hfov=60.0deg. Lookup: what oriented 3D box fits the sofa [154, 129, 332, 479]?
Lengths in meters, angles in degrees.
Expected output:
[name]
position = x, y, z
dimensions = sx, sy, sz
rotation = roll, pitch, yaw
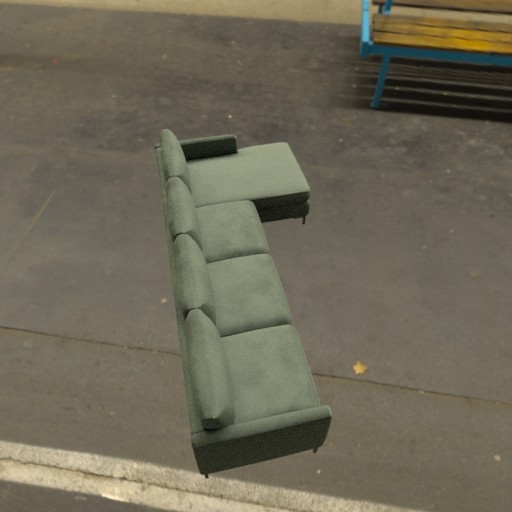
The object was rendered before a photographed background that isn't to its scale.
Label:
[sofa]
position = 0.000, 0.000, 3.280
dimensions = 1.255, 0.756, 2.725
rotation = -9, 49, -8
